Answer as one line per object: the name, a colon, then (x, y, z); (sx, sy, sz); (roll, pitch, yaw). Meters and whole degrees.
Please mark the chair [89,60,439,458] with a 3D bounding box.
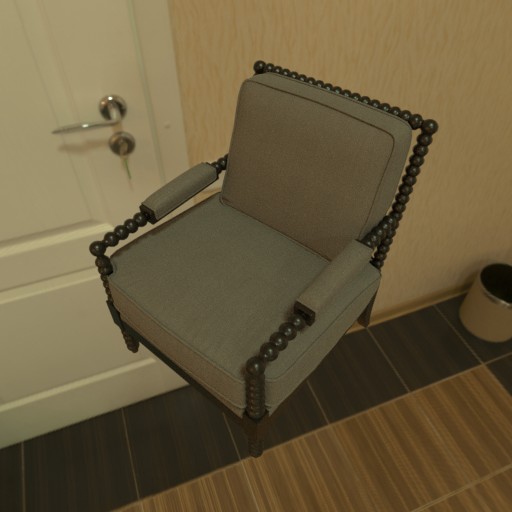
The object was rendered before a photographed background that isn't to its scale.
chair: (0.000, 0.000, 1.101); (0.540, 0.661, 0.622); (31, 54, 26)
